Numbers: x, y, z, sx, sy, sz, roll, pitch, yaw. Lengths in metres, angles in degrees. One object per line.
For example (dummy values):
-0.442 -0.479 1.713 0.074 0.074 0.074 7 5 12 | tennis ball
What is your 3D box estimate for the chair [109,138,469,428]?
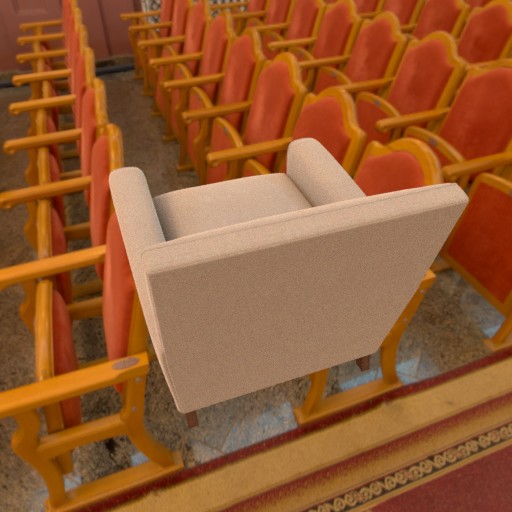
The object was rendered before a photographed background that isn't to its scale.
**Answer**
0.000 0.000 1.520 0.840 0.846 0.871 -13 41 -15 | chair
